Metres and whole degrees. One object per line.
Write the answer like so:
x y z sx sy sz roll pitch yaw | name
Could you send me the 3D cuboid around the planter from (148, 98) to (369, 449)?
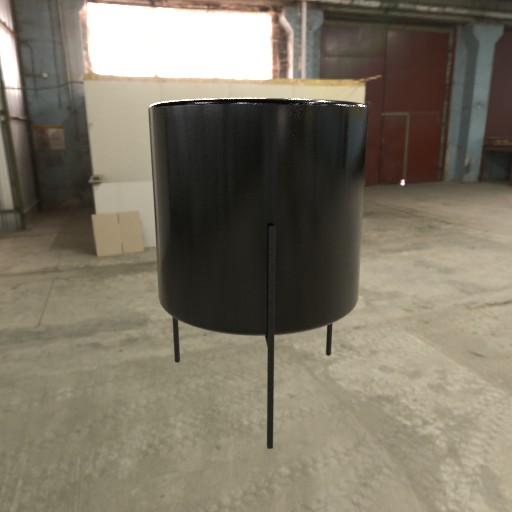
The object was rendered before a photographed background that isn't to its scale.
0.000 0.000 0.672 0.310 0.432 0.310 3 16 10 | planter
